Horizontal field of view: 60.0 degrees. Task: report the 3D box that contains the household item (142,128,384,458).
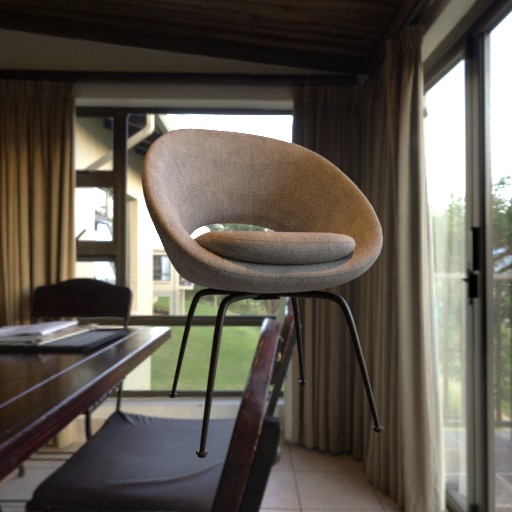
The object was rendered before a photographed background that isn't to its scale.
[{"bbox_3d":[0.000,0.000,1.277,0.643,0.869,0.587,0,-1,-19],"label":"household item"}]
